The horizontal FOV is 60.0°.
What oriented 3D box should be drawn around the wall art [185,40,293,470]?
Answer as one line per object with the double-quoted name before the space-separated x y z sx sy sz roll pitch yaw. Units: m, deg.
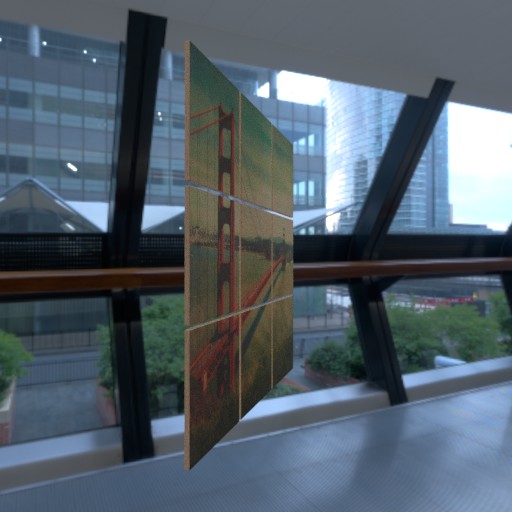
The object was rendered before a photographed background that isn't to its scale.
"wall art" 0.000 0.000 1.374 0.012 0.910 0.917 0 0 19
